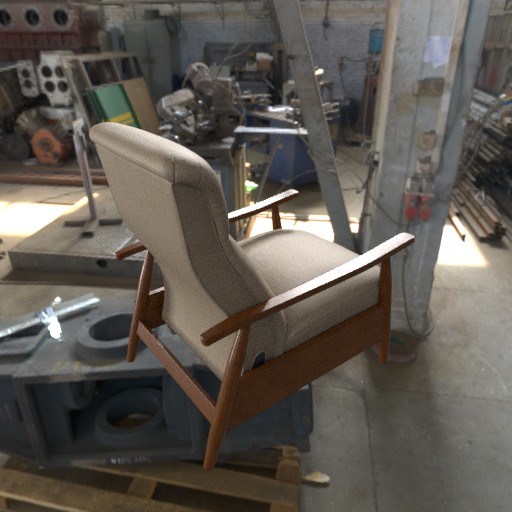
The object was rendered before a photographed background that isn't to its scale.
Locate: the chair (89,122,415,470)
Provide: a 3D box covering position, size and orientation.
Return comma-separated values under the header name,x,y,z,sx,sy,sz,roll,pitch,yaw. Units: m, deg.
name,x,y,z,sx,sy,sz,roll,pitch,yaw
chair,0.000,0.000,1.803,1.032,1.082,0.762,-18,32,-32
